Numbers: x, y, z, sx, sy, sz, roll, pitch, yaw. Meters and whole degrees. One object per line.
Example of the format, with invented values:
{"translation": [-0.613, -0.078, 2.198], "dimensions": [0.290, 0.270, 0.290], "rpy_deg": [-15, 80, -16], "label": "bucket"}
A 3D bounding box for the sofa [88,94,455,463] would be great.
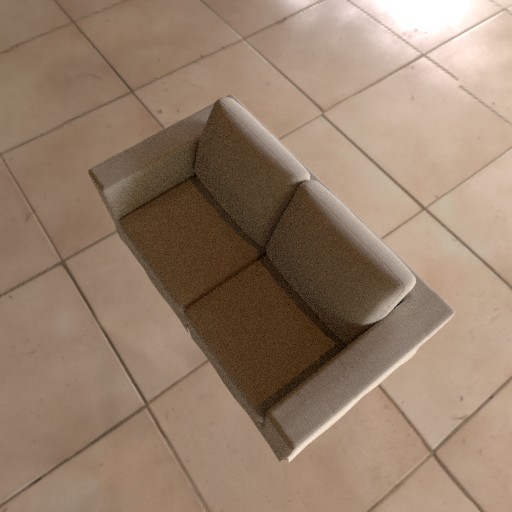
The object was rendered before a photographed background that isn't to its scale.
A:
{"translation": [0.000, 0.000, 2.431], "dimensions": [1.009, 0.932, 1.813], "rpy_deg": [-34, 67, -16], "label": "sofa"}
